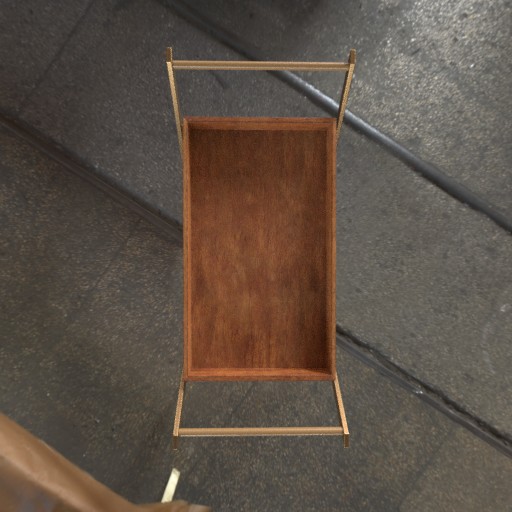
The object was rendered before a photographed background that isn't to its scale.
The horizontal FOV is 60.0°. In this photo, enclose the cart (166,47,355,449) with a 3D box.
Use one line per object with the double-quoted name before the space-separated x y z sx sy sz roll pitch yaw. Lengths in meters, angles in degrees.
"cart" 0.000 0.000 1.319 0.405 0.869 0.836 0 91 -1
